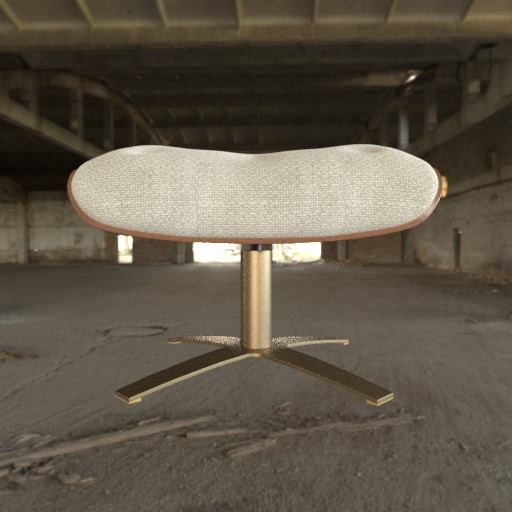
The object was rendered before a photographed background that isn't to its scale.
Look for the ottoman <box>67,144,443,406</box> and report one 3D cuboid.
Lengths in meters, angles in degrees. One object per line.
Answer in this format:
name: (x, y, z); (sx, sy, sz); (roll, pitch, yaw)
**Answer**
ottoman: (0.000, 0.000, 0.789); (0.520, 0.391, 0.394); (0, 2, 1)
